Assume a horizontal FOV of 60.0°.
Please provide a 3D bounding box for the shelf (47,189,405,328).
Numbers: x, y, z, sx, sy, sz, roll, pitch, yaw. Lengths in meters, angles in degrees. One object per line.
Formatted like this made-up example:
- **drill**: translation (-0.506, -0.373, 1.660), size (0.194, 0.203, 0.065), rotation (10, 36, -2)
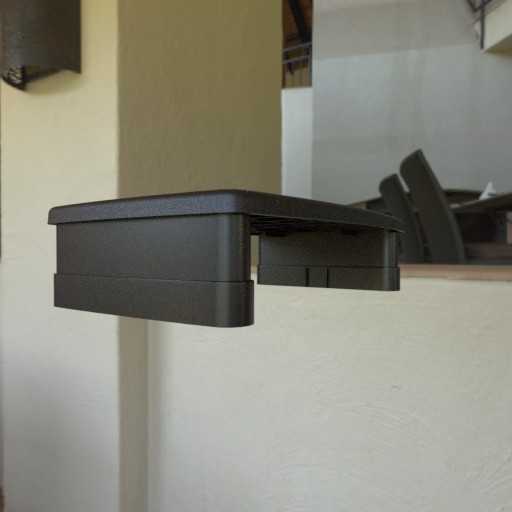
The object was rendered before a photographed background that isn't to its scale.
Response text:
- **shelf**: translation (0.000, 0.000, 0.535), size (0.280, 0.100, 0.410), rotation (0, 1, 35)
